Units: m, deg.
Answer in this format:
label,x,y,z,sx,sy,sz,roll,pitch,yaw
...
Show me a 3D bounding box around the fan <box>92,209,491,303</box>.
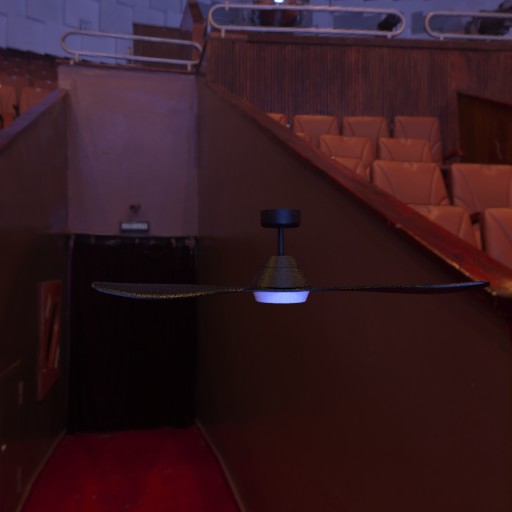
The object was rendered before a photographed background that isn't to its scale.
label,x,y,z,sx,sy,sz,roll,pitch,yaw
fan,0.000,0.000,1.588,1.067,0.305,1.067,0,0,-17
